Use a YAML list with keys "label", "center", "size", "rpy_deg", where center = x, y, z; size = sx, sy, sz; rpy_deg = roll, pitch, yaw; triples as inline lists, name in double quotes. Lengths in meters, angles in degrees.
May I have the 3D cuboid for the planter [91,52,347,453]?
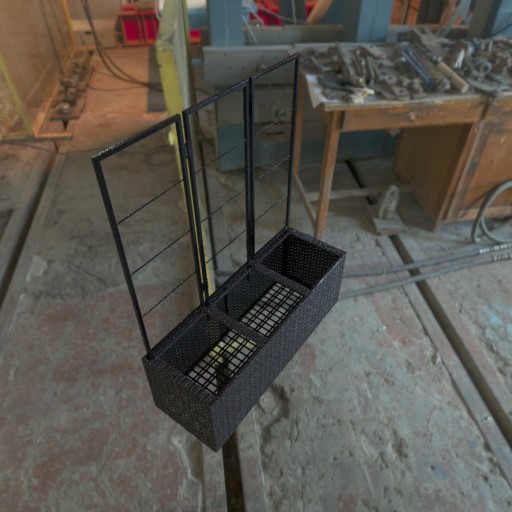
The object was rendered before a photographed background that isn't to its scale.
- label: "planter"
  center: [0.000, 0.000, 1.202]
  size: [0.244, 0.841, 0.699]
  rpy_deg: [26, 49, 26]
